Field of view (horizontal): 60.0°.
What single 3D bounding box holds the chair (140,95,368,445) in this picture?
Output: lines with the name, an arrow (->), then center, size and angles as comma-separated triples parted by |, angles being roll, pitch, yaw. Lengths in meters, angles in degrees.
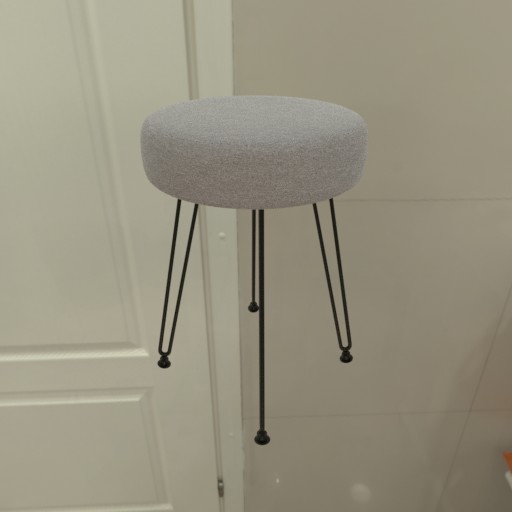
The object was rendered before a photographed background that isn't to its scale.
chair -> 0.000, 0.000, 0.686 | 0.350, 0.440, 0.350 | -1, 29, -2
